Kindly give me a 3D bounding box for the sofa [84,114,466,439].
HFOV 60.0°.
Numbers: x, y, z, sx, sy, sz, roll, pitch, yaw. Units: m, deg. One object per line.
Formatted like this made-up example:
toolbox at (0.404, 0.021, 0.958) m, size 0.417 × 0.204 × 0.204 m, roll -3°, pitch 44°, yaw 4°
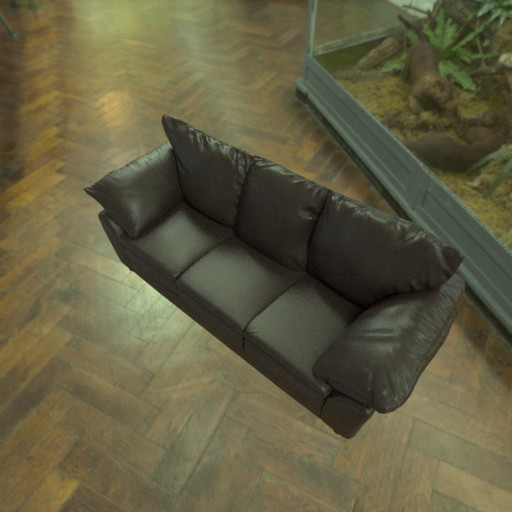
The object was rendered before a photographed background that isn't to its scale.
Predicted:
sofa at (0.000, 0.000, 2.808) m, size 2.390 × 1.091 × 0.907 m, roll 32°, pitch 53°, yaw 28°
